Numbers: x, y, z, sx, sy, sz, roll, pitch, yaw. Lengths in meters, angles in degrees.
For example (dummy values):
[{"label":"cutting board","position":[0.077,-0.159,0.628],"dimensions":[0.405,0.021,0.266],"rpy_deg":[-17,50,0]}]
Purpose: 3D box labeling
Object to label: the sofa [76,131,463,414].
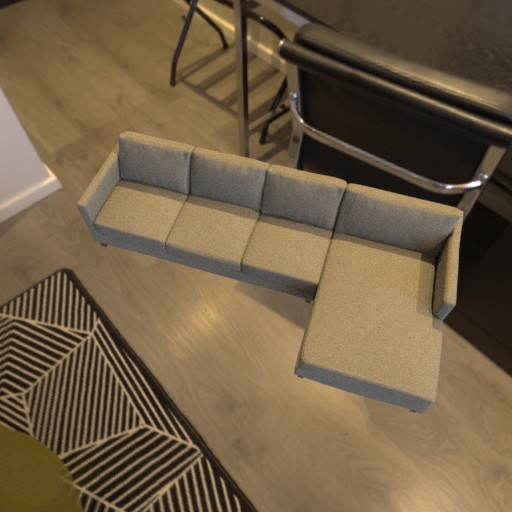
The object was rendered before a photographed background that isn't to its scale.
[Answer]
[{"label":"sofa","position":[0.000,0.000,3.789],"dimensions":[3.186,0.861,1.625],"rpy_deg":[15,59,9]}]
